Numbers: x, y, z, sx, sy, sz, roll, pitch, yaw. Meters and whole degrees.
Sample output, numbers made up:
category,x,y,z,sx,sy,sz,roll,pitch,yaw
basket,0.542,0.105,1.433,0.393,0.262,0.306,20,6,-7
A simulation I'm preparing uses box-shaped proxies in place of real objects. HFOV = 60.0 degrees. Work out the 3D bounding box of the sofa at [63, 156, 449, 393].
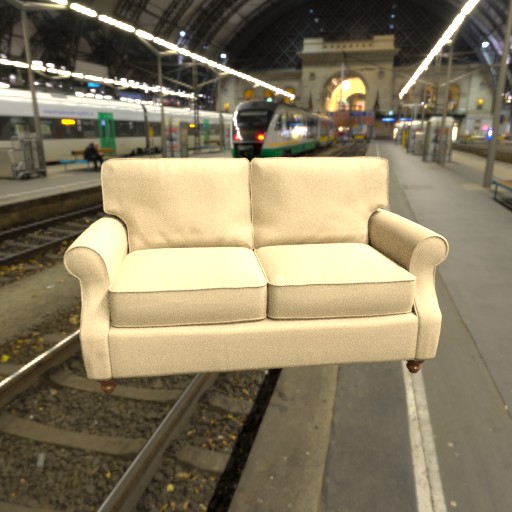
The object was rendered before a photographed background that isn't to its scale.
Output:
category,x,y,z,sx,sy,sz,roll,pitch,yaw
sofa,0.000,0.000,2.224,1.665,0.937,0.964,-2,16,-7
